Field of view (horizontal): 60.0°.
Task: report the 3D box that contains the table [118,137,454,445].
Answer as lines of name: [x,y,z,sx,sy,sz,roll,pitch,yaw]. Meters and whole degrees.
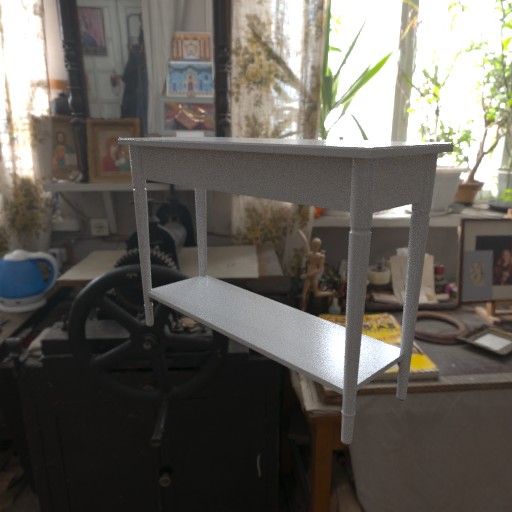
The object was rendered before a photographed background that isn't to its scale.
table: [0.000,0.000,1.480,0.381,0.749,1.067,-15,22,-41]
